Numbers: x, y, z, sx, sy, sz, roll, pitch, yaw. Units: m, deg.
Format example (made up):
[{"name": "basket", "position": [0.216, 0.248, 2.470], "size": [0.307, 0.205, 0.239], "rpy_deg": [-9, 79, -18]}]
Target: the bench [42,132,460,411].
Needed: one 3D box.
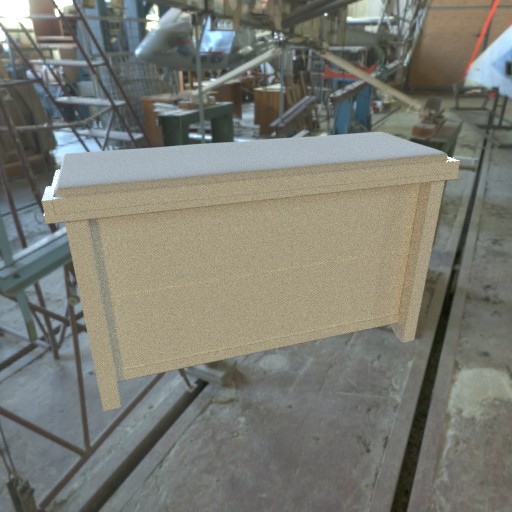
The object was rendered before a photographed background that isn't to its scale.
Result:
[{"name": "bench", "position": [0.000, 0.000, 1.259], "size": [0.987, 0.589, 0.346], "rpy_deg": [-8, 28, -16]}]
